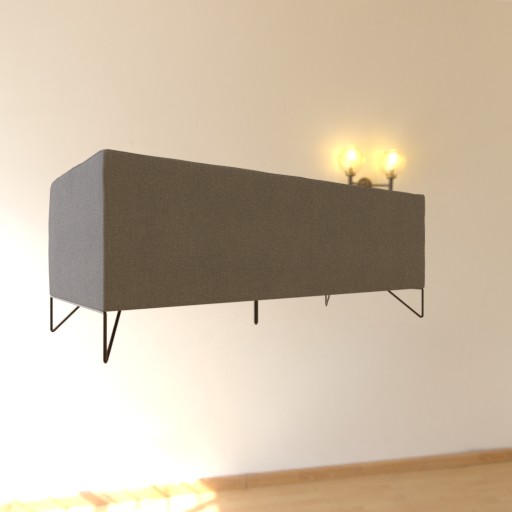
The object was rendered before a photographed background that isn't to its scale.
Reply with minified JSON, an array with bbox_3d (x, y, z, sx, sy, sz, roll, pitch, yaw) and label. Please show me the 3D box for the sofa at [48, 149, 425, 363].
[{"bbox_3d":[0.000,0.000,2.585,2.079,0.798,0.912,0,0,-37],"label":"sofa"}]
